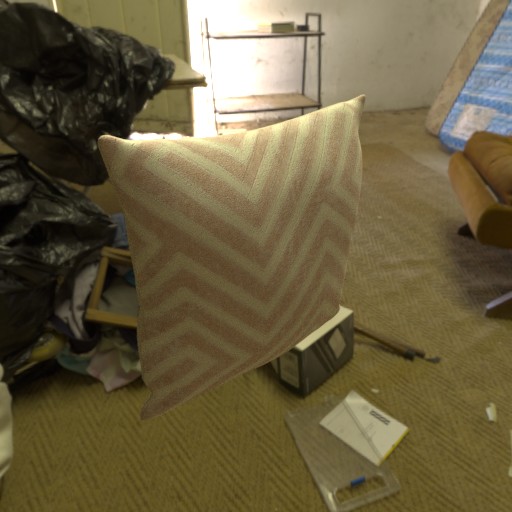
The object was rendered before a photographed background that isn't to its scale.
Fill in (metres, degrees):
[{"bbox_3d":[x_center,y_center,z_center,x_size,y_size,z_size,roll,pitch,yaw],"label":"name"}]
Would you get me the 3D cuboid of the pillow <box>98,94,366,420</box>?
[{"bbox_3d":[0.000,0.000,0.685,0.440,0.441,0.182,-22,37,-32],"label":"pillow"}]
